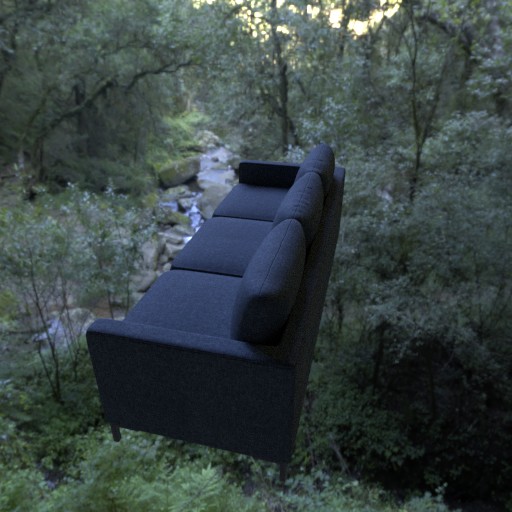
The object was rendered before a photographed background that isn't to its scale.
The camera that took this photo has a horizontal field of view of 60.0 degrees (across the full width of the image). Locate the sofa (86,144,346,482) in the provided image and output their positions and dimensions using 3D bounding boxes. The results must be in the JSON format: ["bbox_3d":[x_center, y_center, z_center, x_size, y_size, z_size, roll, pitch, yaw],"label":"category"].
[{"bbox_3d":[0.000,0.000,2.659,0.859,0.874,2.218,7,31,13],"label":"sofa"}]
